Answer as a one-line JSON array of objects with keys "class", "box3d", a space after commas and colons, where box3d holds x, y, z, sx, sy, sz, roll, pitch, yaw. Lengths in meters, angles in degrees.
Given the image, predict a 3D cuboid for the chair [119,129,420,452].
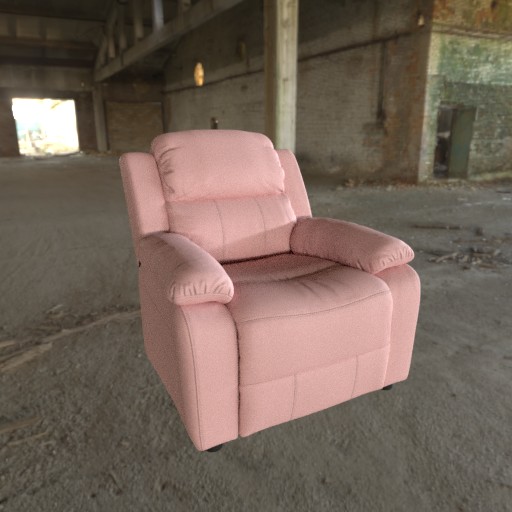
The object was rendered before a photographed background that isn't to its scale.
[{"class": "chair", "box3d": [0.000, 0.000, 1.277, 0.680, 0.702, 0.709, -8, 18, -27]}]
